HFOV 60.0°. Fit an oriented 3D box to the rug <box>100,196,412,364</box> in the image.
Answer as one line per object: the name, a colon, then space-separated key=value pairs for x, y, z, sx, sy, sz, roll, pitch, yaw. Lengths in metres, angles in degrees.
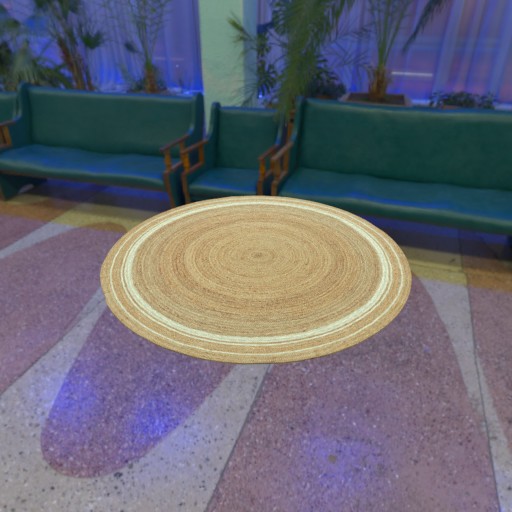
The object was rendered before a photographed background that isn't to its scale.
rug: x=0.000 y=0.000 z=3.638 sx=2.444 sy=0.015 sz=2.444 roll=0 pitch=31 yaw=0
